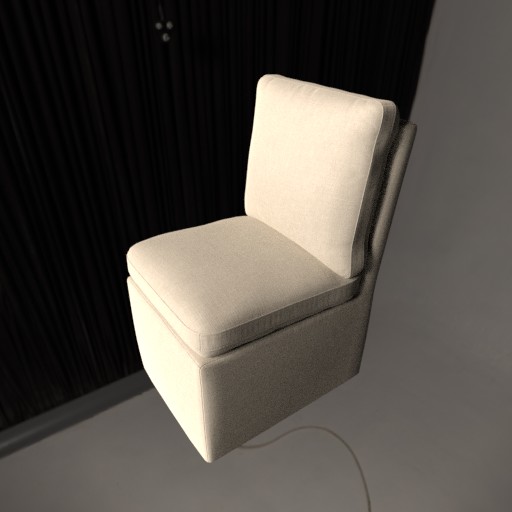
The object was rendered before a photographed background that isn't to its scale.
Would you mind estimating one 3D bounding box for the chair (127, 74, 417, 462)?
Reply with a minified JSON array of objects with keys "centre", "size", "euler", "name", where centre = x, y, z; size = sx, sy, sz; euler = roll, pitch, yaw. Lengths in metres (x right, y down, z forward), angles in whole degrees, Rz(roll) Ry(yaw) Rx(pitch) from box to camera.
[{"centre":[0.000,0.000,1.331],"size":[0.698,0.927,0.503],"euler":[-20,36,-29],"name":"chair"}]
